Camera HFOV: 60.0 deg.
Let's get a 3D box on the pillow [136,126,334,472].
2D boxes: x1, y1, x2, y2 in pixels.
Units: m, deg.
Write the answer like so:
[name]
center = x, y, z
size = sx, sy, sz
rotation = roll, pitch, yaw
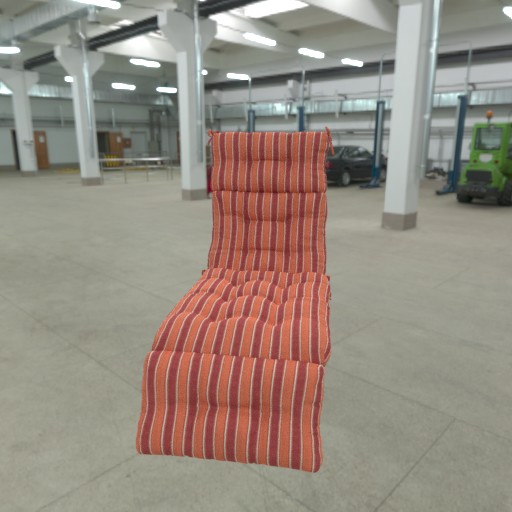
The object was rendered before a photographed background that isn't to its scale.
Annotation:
[pillow]
center = 0.000, 0.000, 1.486
size = 0.526, 0.863, 1.016
rotation = 2, 15, 8
